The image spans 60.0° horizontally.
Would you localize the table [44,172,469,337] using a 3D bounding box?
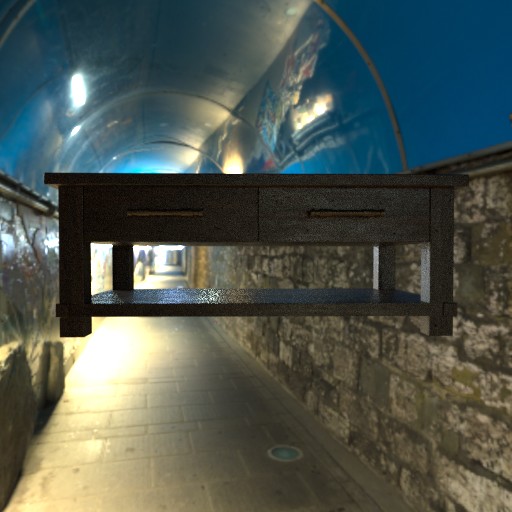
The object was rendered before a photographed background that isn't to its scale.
[{"bbox_3d":[0.000,0.000,1.663,1.270,0.494,0.700,0,0,-1],"label":"table"}]
